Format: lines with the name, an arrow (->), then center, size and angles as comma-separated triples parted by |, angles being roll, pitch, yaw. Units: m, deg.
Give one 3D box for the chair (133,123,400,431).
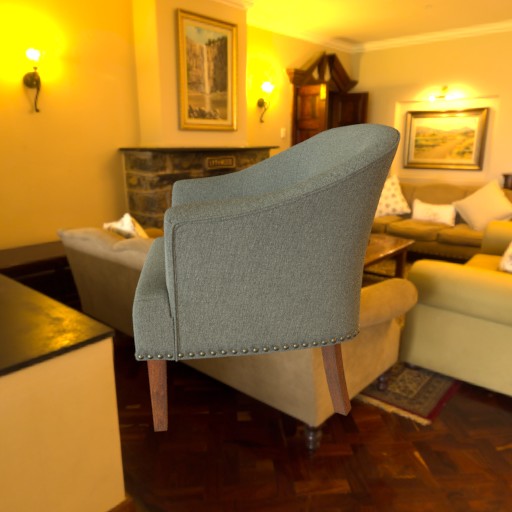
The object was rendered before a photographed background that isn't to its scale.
chair -> 0.000, 0.000, 1.419 | 0.704, 0.815, 0.798 | -2, 15, -8
